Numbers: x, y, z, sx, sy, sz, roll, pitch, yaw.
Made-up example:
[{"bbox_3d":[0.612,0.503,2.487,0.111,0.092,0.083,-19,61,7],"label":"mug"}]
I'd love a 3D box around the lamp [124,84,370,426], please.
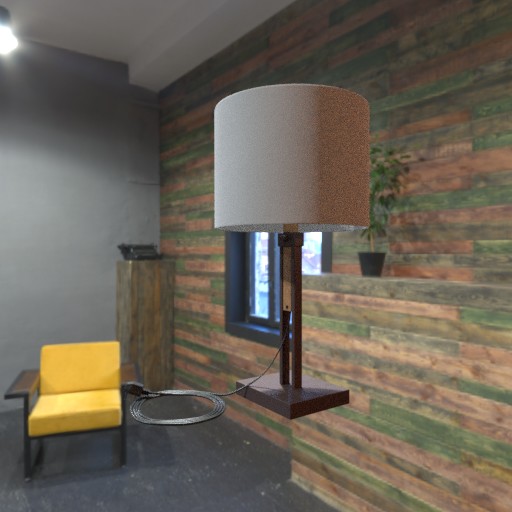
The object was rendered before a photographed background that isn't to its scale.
[{"bbox_3d":[0.000,0.000,1.003,0.525,0.668,0.396,0,0,-35],"label":"lamp"}]
